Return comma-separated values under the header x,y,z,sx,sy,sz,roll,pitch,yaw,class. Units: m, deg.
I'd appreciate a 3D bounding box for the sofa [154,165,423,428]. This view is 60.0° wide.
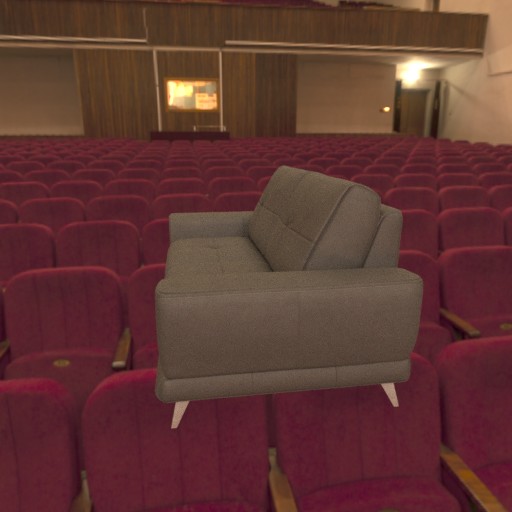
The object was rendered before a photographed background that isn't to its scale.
x,y,z,sx,sy,sz,roll,pitch,yaw,class
0.000,0.000,2.432,1.018,0.907,1.806,-2,15,-9,sofa
